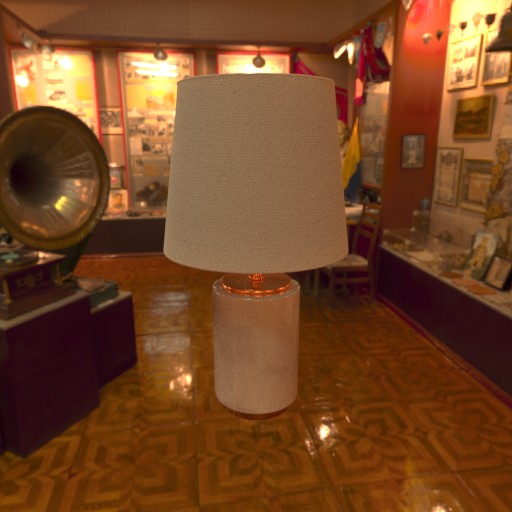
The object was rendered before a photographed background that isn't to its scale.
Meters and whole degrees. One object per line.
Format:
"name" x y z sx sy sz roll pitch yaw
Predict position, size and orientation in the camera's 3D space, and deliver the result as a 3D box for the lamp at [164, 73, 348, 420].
"lamp" 0.000 0.000 0.467 0.189 0.340 0.189 0 15 0
